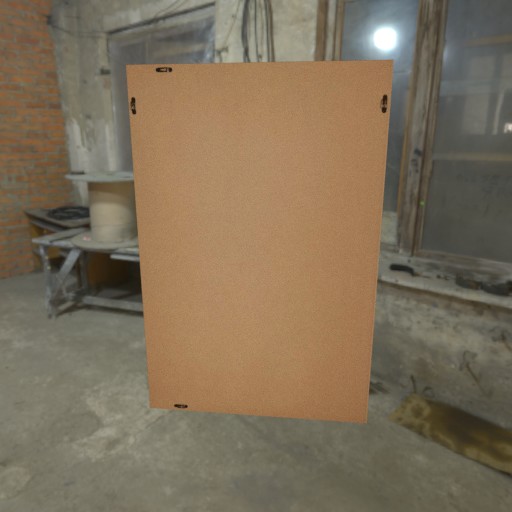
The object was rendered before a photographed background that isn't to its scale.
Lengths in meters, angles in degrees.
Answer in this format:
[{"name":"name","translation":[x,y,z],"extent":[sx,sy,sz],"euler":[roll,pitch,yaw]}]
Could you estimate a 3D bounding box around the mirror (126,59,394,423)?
[{"name":"mirror","translation":[0.000,0.000,1.135],"extent":[0.609,0.915,0.041],"euler":[2,15,6]}]
